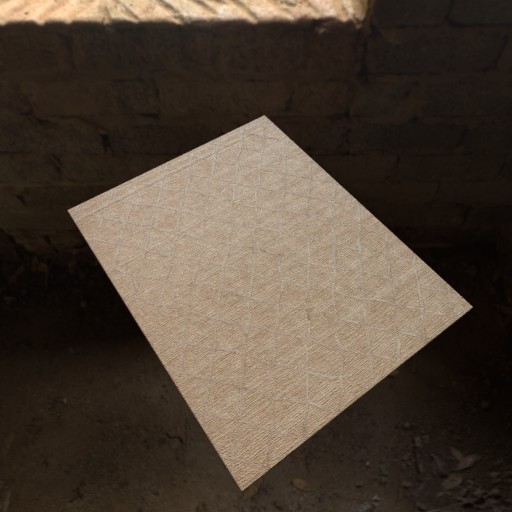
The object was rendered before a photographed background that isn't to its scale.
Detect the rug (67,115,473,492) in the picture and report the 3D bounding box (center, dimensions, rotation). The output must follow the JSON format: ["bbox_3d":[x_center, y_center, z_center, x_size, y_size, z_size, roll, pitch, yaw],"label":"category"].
[{"bbox_3d":[0.000,0.000,4.101,2.420,0.019,3.039,-31,62,-18],"label":"rug"}]
